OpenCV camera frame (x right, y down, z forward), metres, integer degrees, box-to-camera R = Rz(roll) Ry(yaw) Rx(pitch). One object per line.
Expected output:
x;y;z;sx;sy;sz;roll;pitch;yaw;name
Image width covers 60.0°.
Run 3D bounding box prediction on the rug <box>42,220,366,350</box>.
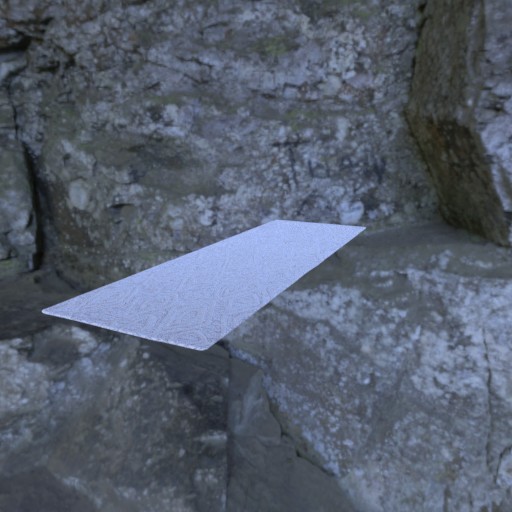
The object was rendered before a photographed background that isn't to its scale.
0.000;0.000;2.719;0.807;0.013;2.436;7;16;25;rug
